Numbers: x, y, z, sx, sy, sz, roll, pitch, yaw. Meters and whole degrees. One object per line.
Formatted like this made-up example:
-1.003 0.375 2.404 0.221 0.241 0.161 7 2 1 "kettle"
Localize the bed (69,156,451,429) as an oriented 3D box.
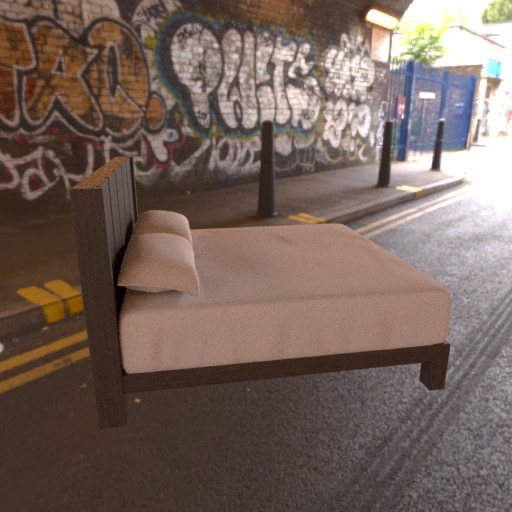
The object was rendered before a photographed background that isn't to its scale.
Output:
0.000 0.000 3.124 1.992 1.261 1.735 -3 18 -10 "bed"
